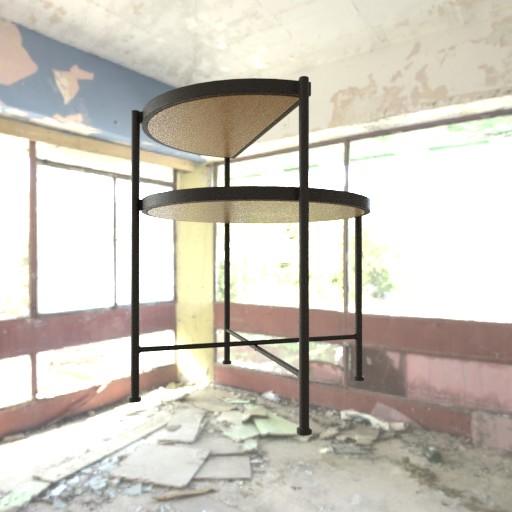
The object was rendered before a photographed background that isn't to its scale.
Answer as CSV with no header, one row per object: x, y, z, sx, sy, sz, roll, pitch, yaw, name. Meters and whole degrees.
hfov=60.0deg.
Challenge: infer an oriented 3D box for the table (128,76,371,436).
0.000,0.000,1.139,0.628,0.684,0.629,0,-1,-18,table
